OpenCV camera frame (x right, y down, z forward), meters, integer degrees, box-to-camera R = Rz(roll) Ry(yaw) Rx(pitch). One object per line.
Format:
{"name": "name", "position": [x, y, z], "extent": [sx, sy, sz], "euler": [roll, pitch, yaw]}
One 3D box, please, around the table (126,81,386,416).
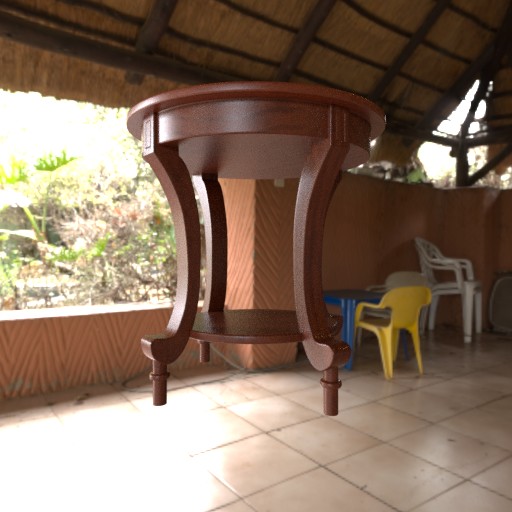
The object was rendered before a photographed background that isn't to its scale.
{"name": "table", "position": [0.000, 0.000, 1.064], "extent": [0.597, 0.612, 0.597], "euler": [0, 1, 0]}
